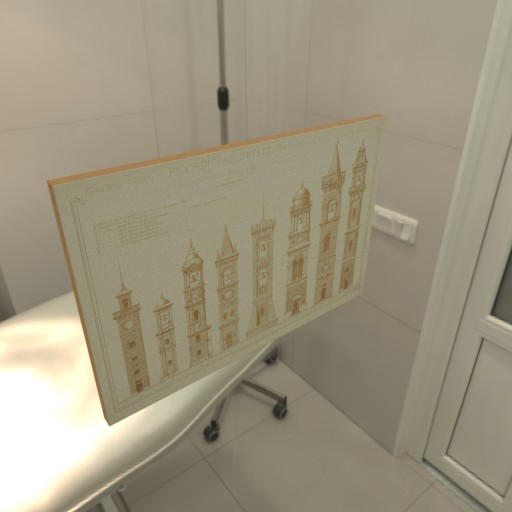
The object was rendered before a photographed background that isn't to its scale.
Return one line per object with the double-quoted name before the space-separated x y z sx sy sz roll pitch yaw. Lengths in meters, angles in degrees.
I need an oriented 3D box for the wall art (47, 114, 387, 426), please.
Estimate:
"wall art" 0.000 0.000 1.168 0.915 0.608 0.033 -21 35 -32
